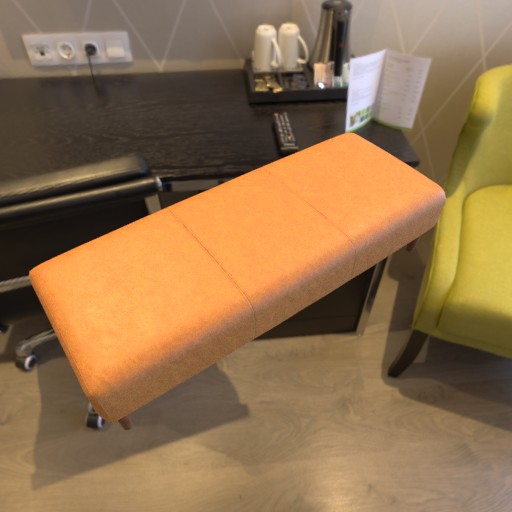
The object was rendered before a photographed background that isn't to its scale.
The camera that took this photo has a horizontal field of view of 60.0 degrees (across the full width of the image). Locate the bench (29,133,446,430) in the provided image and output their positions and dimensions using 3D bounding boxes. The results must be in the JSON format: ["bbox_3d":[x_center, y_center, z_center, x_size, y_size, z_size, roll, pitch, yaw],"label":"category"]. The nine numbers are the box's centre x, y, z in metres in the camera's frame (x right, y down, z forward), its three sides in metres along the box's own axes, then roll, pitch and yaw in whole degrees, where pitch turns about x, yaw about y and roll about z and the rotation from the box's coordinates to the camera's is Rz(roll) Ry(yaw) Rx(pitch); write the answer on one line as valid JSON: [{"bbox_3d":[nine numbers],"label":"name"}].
[{"bbox_3d":[0.000,0.000,1.863,1.610,0.399,0.653,-28,53,-24],"label":"bench"}]
